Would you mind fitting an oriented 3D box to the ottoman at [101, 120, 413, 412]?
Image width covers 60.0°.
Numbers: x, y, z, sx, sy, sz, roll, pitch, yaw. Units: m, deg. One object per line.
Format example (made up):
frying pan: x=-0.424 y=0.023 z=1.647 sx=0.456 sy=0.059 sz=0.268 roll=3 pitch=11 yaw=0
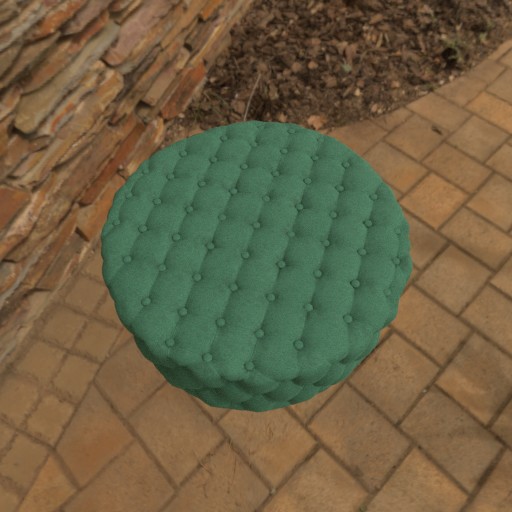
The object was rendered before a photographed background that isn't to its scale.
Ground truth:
ottoman: x=0.000 y=0.000 z=1.547 sx=0.998 sy=0.399 sz=0.998 roll=0 pitch=58 yaw=0
